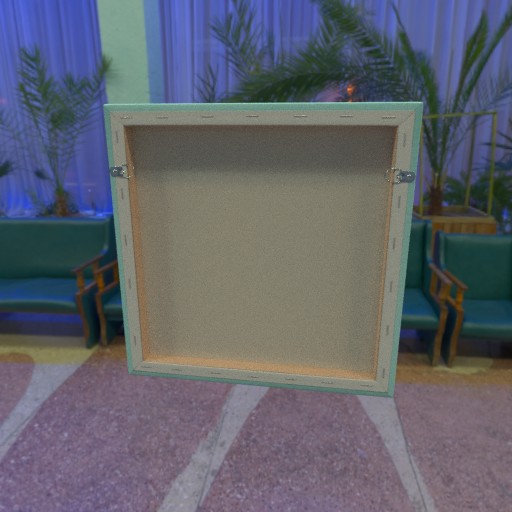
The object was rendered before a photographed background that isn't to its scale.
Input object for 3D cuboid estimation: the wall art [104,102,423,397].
[{"bbox_3d":[0.000,0.000,1.175,0.765,0.766,0.054,3,17,8],"label":"wall art"}]
